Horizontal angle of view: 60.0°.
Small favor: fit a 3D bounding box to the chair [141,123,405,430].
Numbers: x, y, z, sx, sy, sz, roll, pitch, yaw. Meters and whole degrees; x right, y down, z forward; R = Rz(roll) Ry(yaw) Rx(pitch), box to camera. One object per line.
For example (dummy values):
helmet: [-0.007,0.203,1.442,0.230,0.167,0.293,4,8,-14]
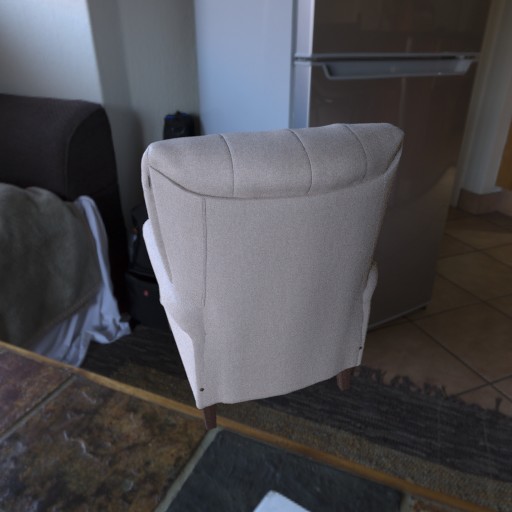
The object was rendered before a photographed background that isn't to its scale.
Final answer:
chair: [0.000,0.000,1.941,0.942,1.209,1.025,-10,29,-18]
